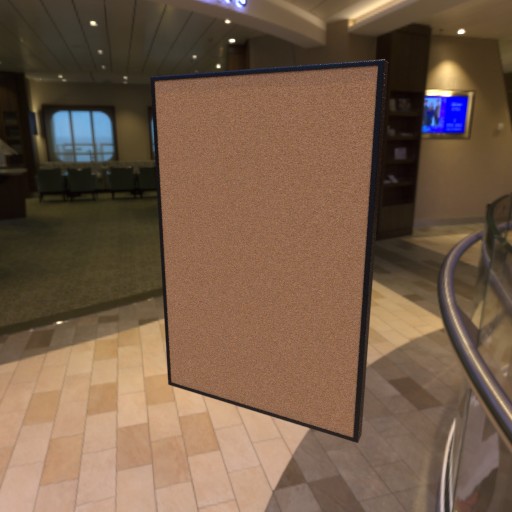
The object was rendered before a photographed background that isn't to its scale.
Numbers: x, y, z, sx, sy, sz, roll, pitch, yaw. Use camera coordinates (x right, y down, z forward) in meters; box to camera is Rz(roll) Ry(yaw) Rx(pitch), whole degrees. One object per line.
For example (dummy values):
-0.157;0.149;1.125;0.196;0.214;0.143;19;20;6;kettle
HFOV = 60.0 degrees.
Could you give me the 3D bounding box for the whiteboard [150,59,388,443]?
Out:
0.000;0.000;0.781;0.406;0.611;0.026;8;17;26;whiteboard
